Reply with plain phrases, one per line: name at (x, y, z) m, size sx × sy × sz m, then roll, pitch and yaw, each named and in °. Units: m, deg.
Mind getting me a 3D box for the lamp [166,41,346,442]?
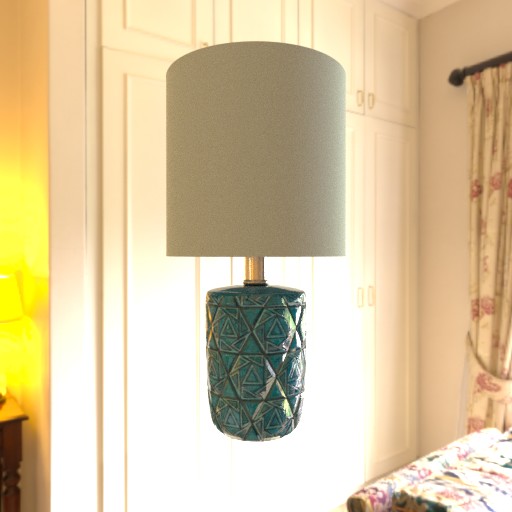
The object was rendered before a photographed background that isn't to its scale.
lamp at (0.000, 0.000, 0.485) m, size 0.193 × 0.377 × 0.193 m, roll 0°, pitch 0°, yaw 16°
